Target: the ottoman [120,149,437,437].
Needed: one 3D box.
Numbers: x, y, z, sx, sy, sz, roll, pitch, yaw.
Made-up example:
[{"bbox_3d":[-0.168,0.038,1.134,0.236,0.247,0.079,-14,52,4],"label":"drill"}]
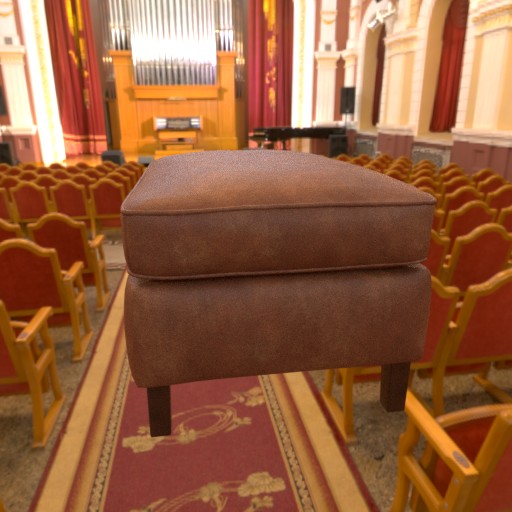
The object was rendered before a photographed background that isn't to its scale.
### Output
[{"bbox_3d":[0.000,0.000,0.960,0.501,0.418,0.665,-3,18,-8],"label":"ottoman"}]
